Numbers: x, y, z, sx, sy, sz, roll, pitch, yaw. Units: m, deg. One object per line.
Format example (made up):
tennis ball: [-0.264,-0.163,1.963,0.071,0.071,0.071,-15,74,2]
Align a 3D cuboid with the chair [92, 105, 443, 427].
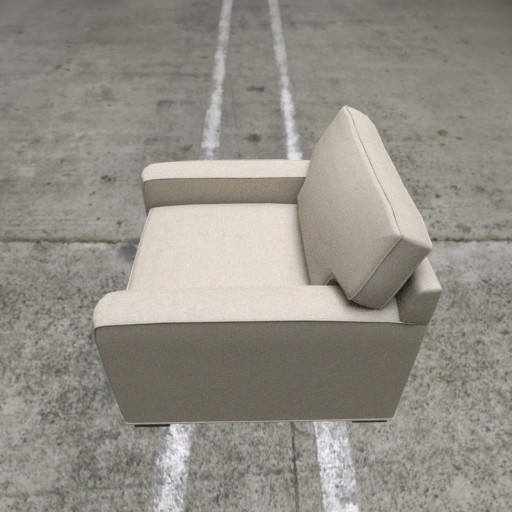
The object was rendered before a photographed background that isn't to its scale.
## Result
chair: [0.000,0.000,1.796,1.043,0.913,0.998,-1,41,-1]
